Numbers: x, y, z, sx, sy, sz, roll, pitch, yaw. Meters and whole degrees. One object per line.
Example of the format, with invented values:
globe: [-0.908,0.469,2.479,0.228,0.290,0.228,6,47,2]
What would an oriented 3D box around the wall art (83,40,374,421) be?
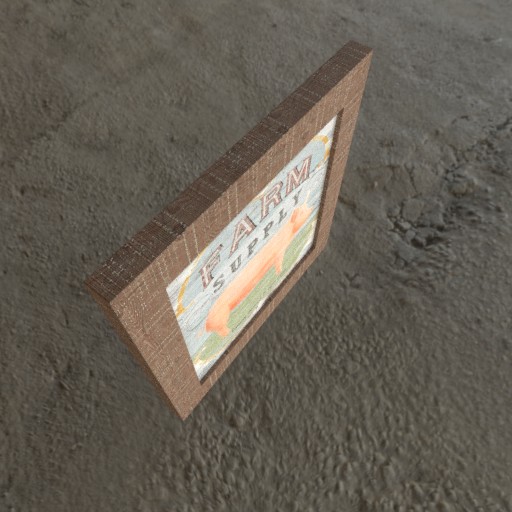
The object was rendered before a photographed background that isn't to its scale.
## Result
wall art: [0.000,0.000,0.782,0.040,0.531,0.531,33,63,19]
